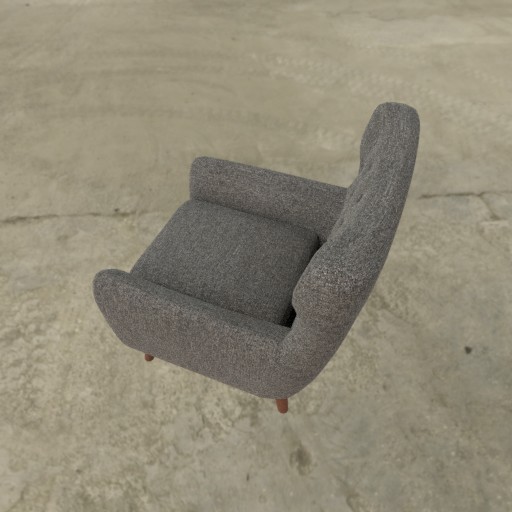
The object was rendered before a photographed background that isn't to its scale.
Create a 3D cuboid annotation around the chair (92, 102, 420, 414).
[{"bbox_3d":[0.000,0.000,1.722,0.940,1.039,0.889,17,49,15],"label":"chair"}]
